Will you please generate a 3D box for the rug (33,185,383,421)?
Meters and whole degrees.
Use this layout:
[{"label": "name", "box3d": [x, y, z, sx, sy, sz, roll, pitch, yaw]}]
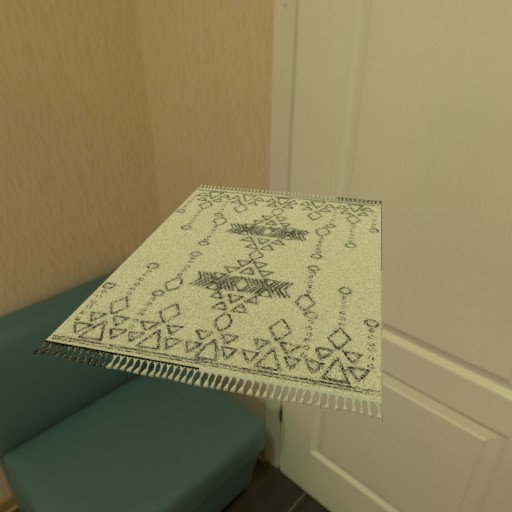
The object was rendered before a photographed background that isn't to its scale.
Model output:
[{"label": "rug", "box3d": [0.000, 0.000, 2.892, 1.600, 0.013, 2.312, 7, 30, 12]}]
